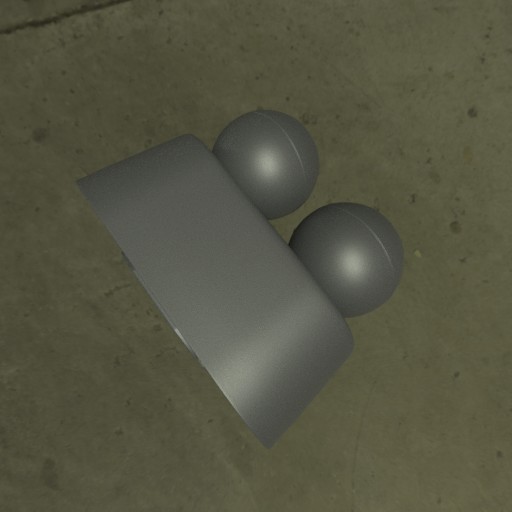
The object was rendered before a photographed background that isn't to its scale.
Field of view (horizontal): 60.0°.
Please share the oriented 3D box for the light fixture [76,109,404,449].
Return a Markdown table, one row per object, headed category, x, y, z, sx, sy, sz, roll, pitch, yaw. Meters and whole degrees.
| category | x | y | z | sx | sy | sz | roll | pitch | yaw |
| --- | --- | --- | --- | --- | --- | --- | --- | --- | --- |
| light fixture | 0.000 | 0.000 | 0.348 | 0.159 | 0.159 | 0.229 | -36 | 77 | -10 |
